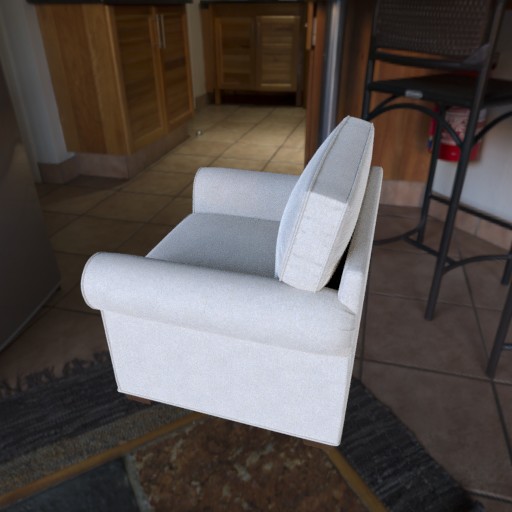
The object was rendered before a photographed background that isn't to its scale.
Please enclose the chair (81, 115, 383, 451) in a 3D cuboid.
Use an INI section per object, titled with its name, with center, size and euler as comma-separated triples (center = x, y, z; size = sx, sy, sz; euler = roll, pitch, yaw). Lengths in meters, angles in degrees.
[chair]
center = 0.000, 0.000, 1.746
size = 0.863, 0.955, 1.040
euler = 9, 32, 15
